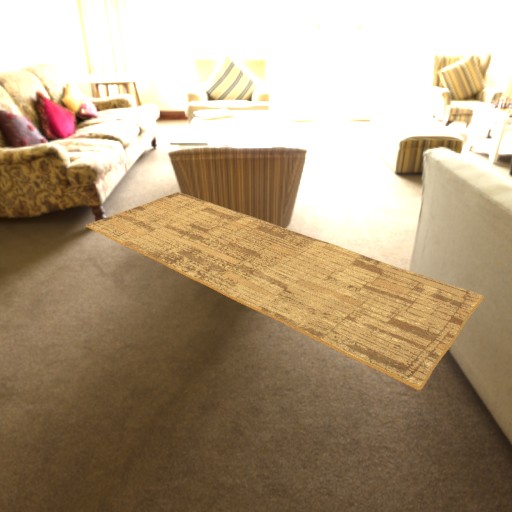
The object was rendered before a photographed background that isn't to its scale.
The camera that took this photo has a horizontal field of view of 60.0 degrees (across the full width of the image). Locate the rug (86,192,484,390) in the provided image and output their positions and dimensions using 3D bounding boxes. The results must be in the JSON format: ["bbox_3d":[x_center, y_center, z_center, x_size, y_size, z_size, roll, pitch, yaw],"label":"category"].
[{"bbox_3d":[0.000,0.000,2.684,2.383,0.018,0.857,22,36,34],"label":"rug"}]
